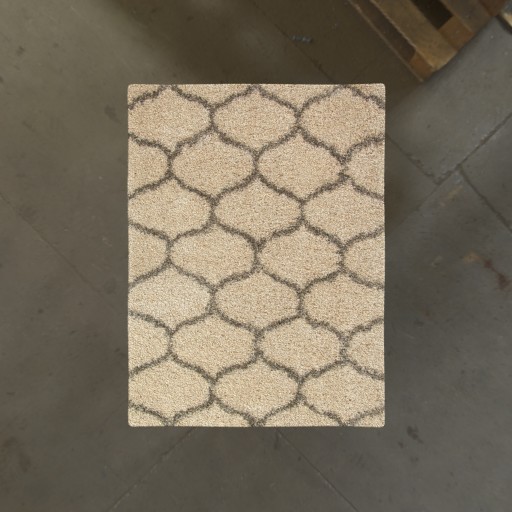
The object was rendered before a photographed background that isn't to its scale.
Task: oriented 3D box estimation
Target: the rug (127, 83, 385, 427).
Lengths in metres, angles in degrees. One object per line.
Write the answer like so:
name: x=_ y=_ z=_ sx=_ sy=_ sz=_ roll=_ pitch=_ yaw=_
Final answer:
rug: x=0.000 y=0.000 z=2.073 sx=1.200 sy=0.025 sz=1.600 roll=0 pitch=90 yaw=0
